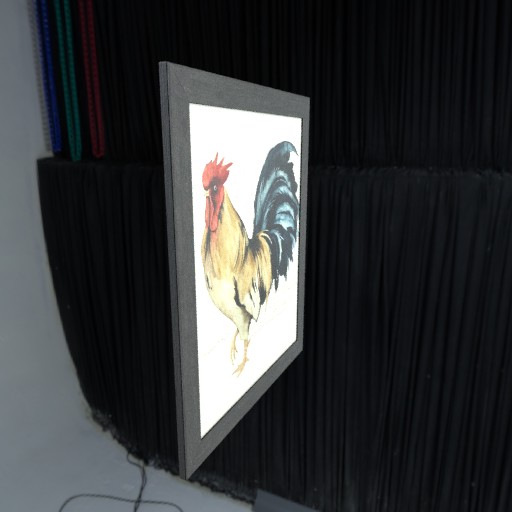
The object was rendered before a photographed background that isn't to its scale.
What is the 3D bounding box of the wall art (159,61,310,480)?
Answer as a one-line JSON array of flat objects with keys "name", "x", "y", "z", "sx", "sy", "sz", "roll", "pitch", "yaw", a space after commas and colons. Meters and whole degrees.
[{"name": "wall art", "x": 0.000, "y": 0.000, "z": 0.787, "sx": 0.013, "sy": 0.570, "sz": 0.476, "roll": 7, "pitch": 16, "yaw": 26}]
